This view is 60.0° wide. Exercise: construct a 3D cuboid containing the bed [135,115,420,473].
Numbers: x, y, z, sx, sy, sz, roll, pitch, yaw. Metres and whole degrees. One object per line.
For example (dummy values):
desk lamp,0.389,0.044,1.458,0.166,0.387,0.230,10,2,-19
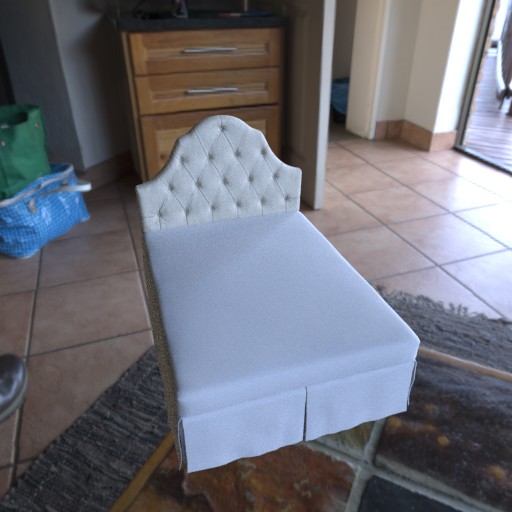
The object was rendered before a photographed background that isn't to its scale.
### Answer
bed,0.000,0.000,3.274,1.627,1.575,2.092,-9,32,-15
